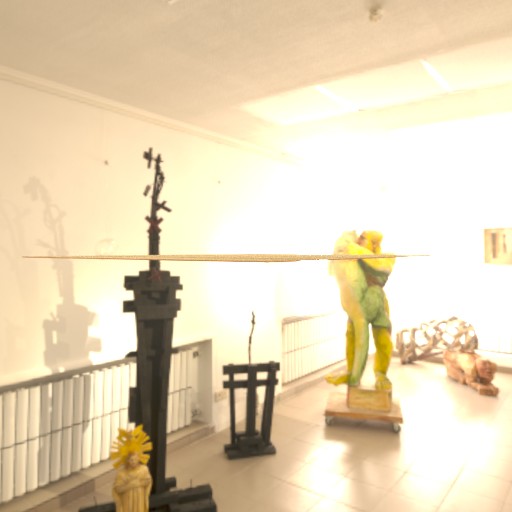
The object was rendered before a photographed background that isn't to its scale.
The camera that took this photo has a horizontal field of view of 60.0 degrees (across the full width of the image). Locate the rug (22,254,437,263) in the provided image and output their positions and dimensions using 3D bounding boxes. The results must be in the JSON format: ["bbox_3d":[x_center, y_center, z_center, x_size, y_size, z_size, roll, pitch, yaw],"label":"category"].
[{"bbox_3d":[0.000,0.000,4.041,2.436,0.011,3.045,1,1,37],"label":"rug"}]
